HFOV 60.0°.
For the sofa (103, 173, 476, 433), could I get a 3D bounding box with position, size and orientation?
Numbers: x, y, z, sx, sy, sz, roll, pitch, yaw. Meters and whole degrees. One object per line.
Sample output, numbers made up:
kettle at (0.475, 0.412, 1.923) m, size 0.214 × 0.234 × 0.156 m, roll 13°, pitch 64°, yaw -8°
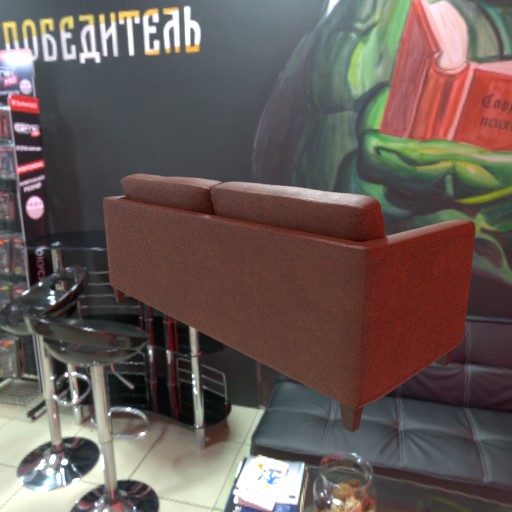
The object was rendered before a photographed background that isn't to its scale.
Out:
sofa at (0.000, 0.000, 2.689) m, size 0.950 × 0.932 × 2.204 m, roll -13°, pitch 19°, yaw -41°
